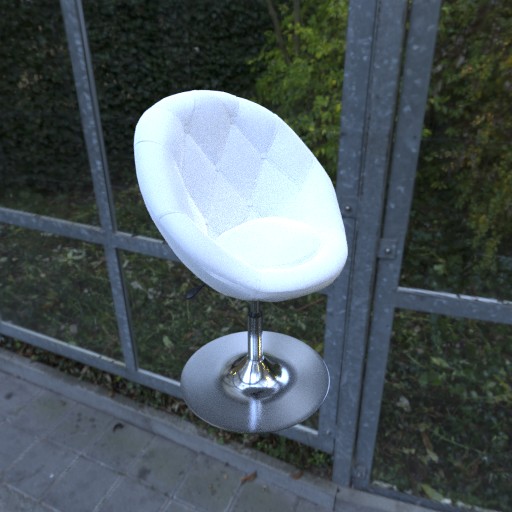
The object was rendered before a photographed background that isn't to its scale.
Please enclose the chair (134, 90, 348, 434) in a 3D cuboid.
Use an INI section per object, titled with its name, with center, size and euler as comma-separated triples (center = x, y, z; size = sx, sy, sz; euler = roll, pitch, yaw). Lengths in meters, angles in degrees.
[chair]
center = 0.000, 0.000, 1.843
size = 0.736, 1.261, 0.940
euler = 18, 31, 33
